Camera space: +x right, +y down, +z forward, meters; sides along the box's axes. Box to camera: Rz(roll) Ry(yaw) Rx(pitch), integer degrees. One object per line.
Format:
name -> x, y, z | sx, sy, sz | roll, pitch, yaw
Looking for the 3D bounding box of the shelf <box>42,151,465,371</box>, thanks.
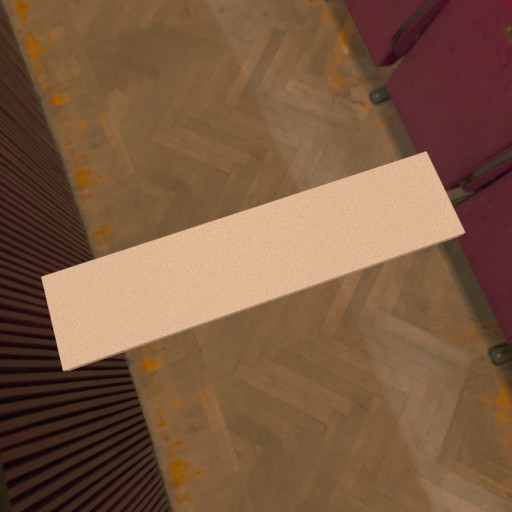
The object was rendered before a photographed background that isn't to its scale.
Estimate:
shelf -> 0.000, 0.000, 0.659 | 0.610, 0.020, 0.140 | -19, 77, -5
